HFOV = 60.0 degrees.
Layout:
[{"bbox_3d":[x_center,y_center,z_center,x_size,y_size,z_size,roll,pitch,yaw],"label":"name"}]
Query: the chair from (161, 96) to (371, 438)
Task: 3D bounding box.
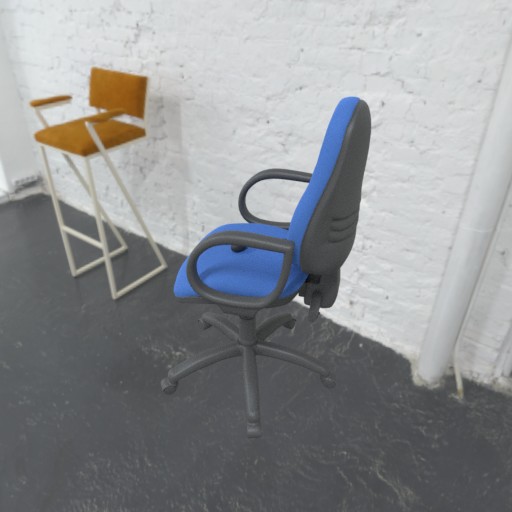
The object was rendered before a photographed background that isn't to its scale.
[{"bbox_3d":[0.000,0.000,1.274,0.549,0.905,0.552,8,32,13],"label":"chair"}]
